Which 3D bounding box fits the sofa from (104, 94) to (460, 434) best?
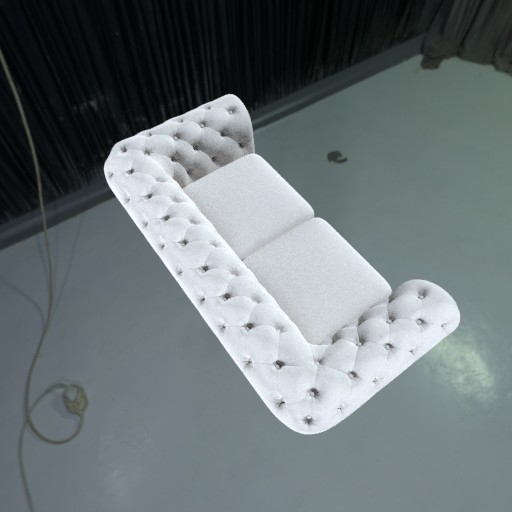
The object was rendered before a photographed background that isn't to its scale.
[{"bbox_3d":[0.000,0.000,2.579,0.986,0.764,1.998,-31,63,-18],"label":"sofa"}]
